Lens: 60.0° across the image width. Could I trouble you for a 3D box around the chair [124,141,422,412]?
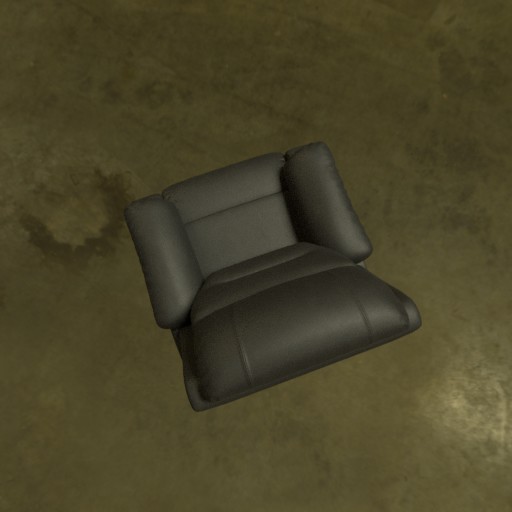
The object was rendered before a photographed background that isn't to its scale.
[{"bbox_3d":[0.000,0.000,1.696,0.855,0.992,0.919,-19,76,-5],"label":"chair"}]
